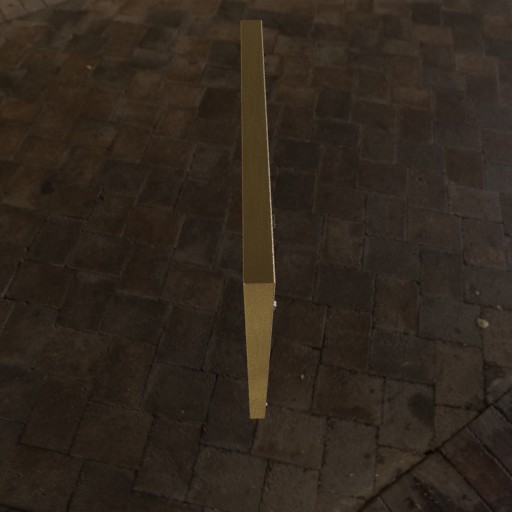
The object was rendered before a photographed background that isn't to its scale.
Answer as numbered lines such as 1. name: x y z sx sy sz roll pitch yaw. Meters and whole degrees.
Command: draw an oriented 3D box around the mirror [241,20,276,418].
1. mirror: 0.000 0.000 0.925 0.040 0.710 0.507 -1 59 -1
